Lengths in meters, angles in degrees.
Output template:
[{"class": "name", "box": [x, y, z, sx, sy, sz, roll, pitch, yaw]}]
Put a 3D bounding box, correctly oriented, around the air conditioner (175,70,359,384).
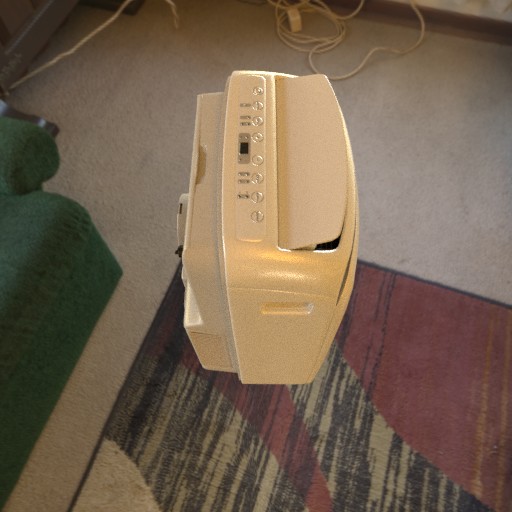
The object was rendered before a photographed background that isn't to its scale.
[{"class": "air conditioner", "box": [0.000, 0.000, 1.056, 0.414, 0.786, 0.449, 0, 63, 0]}]
